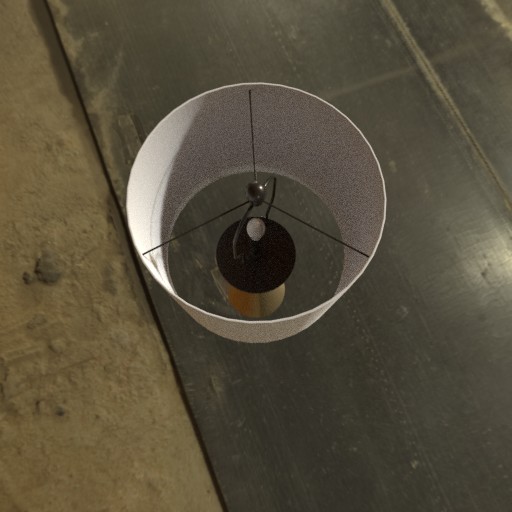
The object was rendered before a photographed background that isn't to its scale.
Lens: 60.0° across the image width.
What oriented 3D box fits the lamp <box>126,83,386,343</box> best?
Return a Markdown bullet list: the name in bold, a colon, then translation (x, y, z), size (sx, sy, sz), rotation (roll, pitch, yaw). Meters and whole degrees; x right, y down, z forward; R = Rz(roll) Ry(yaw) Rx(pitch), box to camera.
- **lamp**: translation (0.000, 0.000, 0.775), size (0.304, 0.573, 0.304), rotation (29, 76, 8)
